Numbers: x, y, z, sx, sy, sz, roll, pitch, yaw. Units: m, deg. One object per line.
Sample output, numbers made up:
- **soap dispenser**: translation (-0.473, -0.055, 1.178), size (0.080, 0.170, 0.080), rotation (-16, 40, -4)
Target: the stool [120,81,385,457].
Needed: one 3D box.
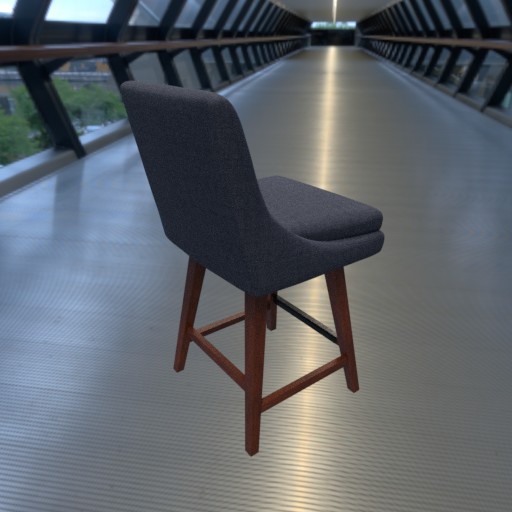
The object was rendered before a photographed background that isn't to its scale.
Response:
- **stool**: translation (0.000, 0.000, 1.211), size (0.524, 0.895, 0.467), rotation (-18, 31, -33)
